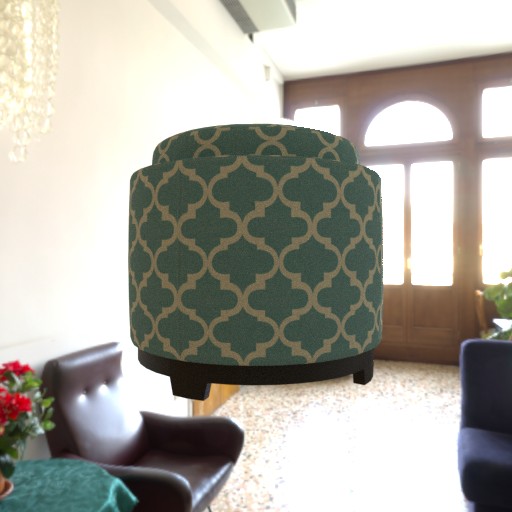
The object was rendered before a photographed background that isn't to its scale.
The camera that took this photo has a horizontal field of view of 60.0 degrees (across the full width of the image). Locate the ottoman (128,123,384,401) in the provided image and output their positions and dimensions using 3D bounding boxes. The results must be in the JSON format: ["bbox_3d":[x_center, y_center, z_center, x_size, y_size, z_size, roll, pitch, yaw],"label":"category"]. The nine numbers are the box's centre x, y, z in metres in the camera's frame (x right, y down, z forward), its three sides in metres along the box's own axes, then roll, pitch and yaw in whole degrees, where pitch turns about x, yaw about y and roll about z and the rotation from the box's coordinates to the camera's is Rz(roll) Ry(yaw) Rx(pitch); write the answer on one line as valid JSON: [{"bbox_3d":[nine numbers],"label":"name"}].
[{"bbox_3d":[0.000,0.000,0.866,0.480,0.429,0.480,0,0,0],"label":"ottoman"}]
